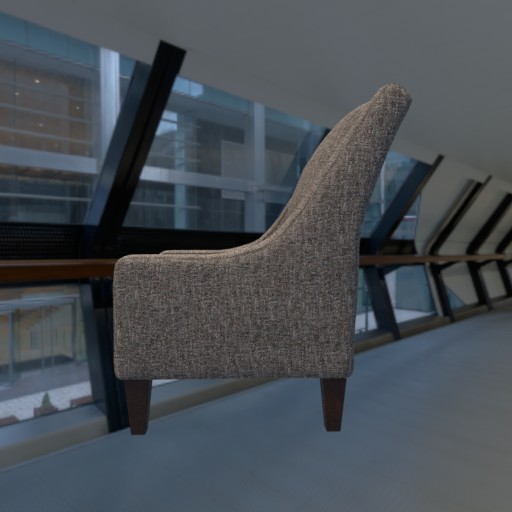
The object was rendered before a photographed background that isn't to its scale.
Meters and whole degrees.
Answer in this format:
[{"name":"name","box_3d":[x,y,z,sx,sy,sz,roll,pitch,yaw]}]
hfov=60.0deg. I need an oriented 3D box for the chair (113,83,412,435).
[{"name":"chair","box_3d":[0.000,0.000,1.630,0.870,1.014,0.774,0,2,-2]}]
